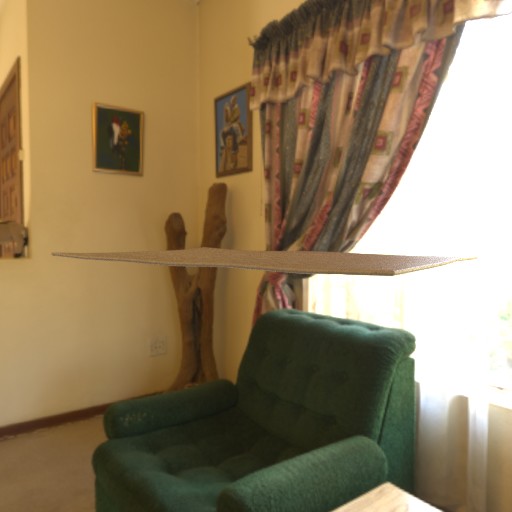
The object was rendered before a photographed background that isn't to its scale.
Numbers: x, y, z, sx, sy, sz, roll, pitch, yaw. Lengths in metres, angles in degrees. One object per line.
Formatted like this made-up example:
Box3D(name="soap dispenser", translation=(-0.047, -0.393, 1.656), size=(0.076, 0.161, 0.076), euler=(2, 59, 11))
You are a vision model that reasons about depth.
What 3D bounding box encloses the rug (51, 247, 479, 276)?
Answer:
Box3D(name="rug", translation=(0.000, 0.000, 2.972), size=(2.430, 0.053, 1.553), euler=(2, 3, 37))
